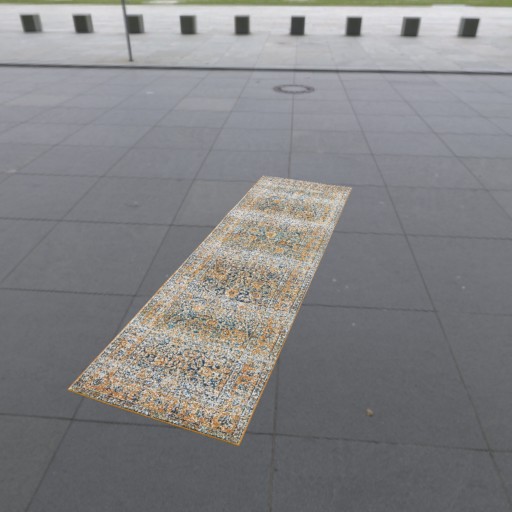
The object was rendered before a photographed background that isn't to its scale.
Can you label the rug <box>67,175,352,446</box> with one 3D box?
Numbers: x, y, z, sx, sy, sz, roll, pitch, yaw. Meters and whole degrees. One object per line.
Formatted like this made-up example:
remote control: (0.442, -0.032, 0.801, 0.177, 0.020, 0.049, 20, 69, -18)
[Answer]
rug: (0.000, 0.000, 2.498, 0.704, 0.014, 2.294, 11, 34, 17)
